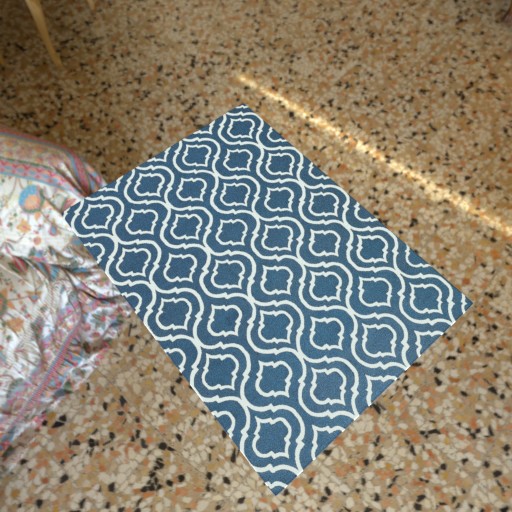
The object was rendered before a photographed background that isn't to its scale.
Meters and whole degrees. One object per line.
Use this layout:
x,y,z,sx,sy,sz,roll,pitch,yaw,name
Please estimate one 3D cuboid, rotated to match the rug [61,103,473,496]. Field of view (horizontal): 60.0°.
0.000,0.000,4.325,2.438,0.010,3.353,-37,68,-18,rug
